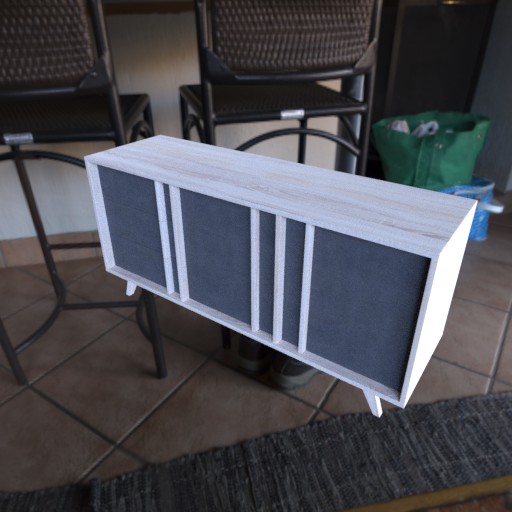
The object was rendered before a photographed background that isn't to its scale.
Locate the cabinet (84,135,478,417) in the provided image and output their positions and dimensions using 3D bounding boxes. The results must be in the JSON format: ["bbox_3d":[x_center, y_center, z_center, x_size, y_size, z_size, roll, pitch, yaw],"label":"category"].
[{"bbox_3d":[0.000,0.000,2.063,1.650,0.780,0.500,19,35,30],"label":"cabinet"}]
